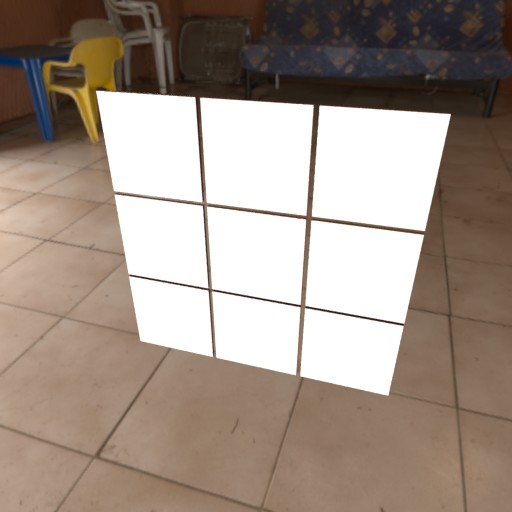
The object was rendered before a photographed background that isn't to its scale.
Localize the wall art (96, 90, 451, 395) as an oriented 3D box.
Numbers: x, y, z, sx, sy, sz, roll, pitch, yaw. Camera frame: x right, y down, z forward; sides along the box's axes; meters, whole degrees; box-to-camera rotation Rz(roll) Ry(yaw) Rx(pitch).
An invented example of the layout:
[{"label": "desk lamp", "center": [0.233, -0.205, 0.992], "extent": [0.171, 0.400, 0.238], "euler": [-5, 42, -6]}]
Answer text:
[{"label": "wall art", "center": [0.000, 0.000, 1.845], "extent": [1.256, 1.246, 0.017], "euler": [9, 32, 14]}]
